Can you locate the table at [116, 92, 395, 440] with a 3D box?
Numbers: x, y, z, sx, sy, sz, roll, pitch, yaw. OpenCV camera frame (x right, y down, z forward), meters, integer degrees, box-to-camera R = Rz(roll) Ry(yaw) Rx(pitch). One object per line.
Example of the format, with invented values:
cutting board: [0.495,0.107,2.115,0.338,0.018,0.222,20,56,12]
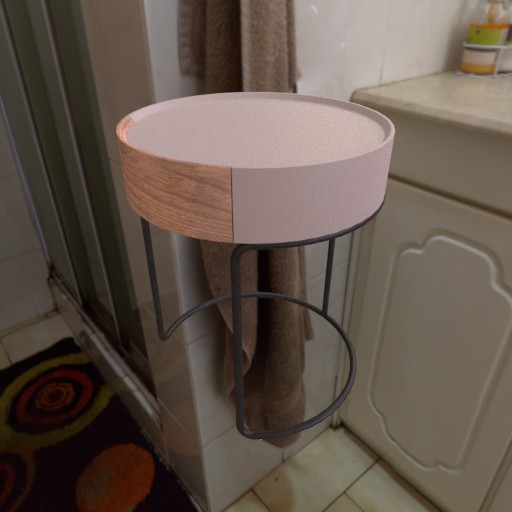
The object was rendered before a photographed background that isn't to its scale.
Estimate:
table: [0.000,0.000,0.874,0.450,0.530,0.450,0,32,0]
